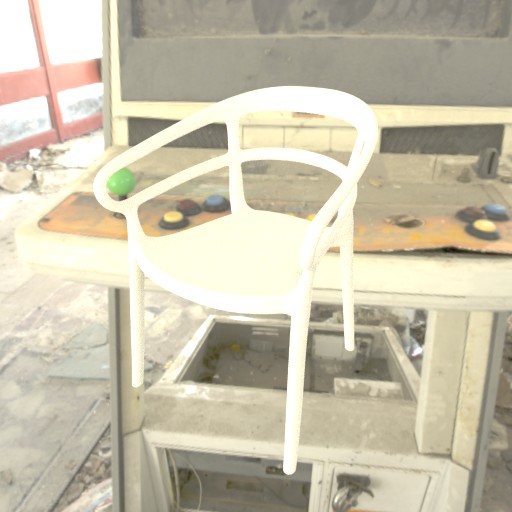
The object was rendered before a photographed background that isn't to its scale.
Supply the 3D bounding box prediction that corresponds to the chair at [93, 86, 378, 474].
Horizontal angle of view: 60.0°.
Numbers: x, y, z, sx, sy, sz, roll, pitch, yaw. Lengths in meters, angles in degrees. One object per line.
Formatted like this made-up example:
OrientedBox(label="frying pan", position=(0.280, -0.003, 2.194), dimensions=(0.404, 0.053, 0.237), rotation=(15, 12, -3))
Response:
OrientedBox(label="chair", position=(0.000, 0.000, 1.134), dimensions=(0.559, 0.761, 0.527), rotation=(17, 32, 29))
